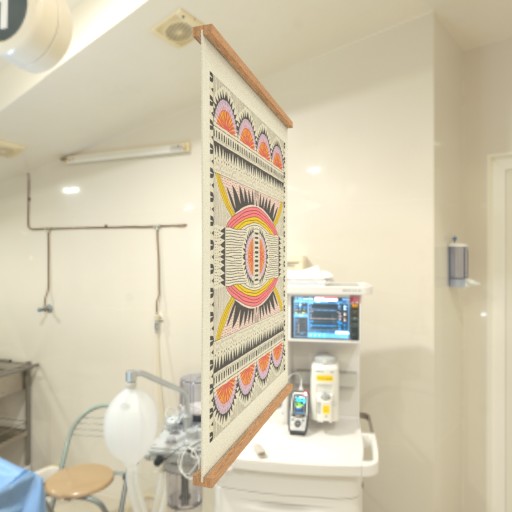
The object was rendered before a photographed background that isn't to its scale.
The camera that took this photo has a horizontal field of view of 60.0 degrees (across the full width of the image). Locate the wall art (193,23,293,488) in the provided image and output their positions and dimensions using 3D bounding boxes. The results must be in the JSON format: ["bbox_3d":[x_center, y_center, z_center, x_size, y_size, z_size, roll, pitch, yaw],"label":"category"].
[{"bbox_3d":[0.000,0.000,0.800,0.028,0.609,0.456,0,0,18],"label":"wall art"}]
